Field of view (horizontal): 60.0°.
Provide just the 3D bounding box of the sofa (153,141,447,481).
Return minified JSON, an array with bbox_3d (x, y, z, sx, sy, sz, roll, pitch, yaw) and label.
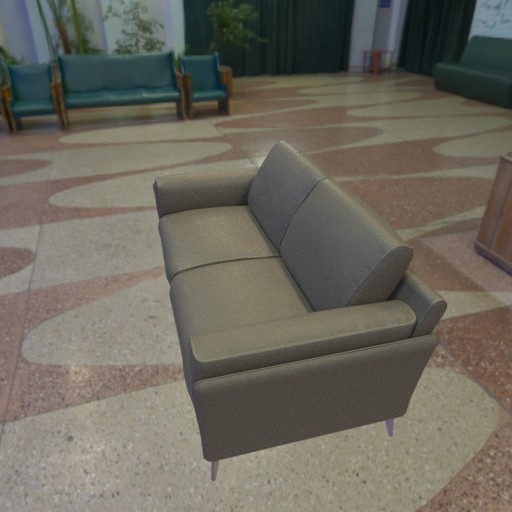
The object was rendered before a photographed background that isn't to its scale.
[{"bbox_3d":[0.000,0.000,2.601,1.049,0.930,2.101,-8,31,-13],"label":"sofa"}]
